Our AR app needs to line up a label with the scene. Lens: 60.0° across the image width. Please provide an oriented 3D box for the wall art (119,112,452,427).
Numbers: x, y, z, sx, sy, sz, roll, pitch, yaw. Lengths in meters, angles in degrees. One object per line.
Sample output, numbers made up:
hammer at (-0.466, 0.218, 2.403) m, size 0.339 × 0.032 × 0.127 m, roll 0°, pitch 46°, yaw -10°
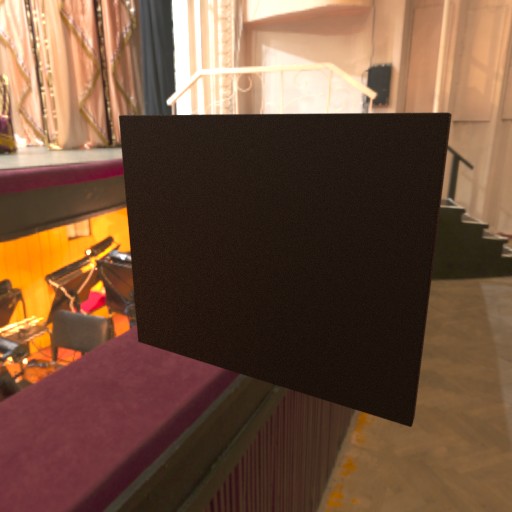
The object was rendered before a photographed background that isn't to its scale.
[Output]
wall art at (0.000, 0.000, 0.749) m, size 0.558 × 0.457 × 0.031 m, roll 9°, pitch 19°, yaw 28°
